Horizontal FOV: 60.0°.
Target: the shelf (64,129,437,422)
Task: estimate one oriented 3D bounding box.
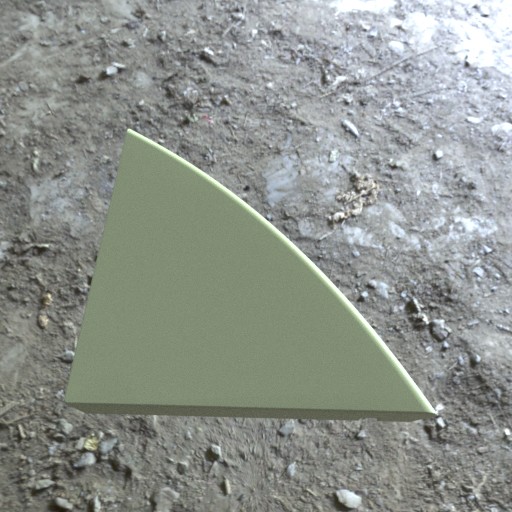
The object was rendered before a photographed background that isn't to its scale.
[{"bbox_3d":[0.000,0.000,0.457,0.310,0.050,0.310,1,62,1],"label":"shelf"}]
